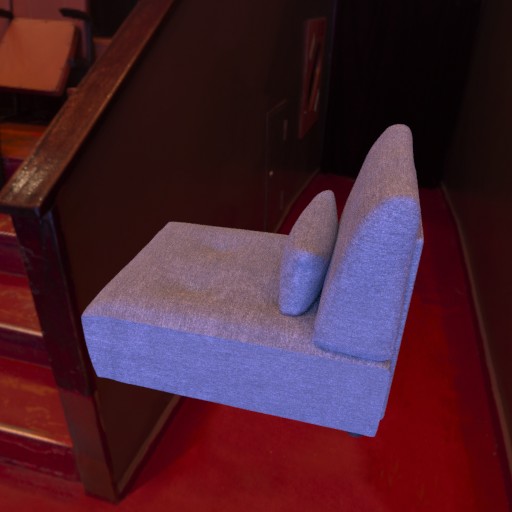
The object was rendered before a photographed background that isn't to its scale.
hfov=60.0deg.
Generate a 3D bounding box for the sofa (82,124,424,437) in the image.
[{"bbox_3d":[0.000,0.000,1.561,1.000,0.820,0.700,8,32,13],"label":"sofa"}]
